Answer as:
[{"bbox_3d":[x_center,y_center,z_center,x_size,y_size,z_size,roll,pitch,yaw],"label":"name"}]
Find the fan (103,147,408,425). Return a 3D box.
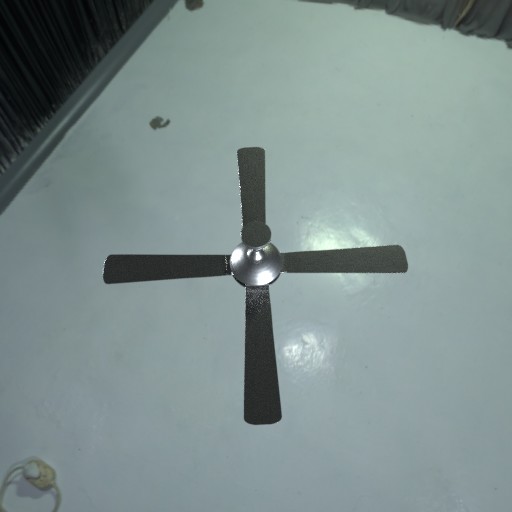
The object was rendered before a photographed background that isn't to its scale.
[{"bbox_3d":[0.000,0.000,1.952,1.321,0.381,1.321,16,63,8],"label":"fan"}]
